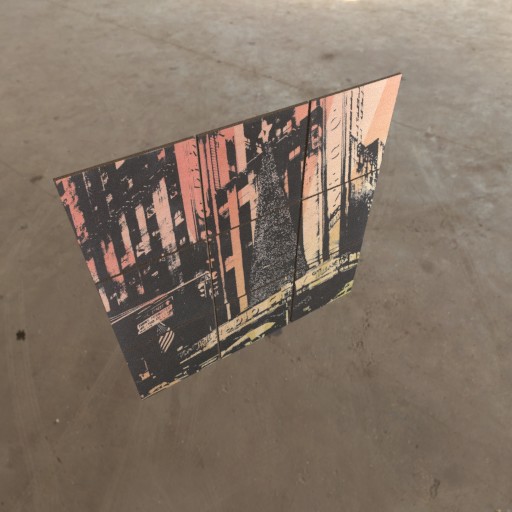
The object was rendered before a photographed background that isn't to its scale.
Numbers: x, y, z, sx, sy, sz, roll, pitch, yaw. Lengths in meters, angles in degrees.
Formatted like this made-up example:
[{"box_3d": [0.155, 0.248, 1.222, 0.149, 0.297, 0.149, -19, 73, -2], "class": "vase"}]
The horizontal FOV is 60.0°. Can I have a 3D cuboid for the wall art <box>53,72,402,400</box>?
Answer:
[{"box_3d": [0.000, 0.000, 1.792, 1.216, 1.216, 0.013, -24, 50, -21], "class": "wall art"}]
